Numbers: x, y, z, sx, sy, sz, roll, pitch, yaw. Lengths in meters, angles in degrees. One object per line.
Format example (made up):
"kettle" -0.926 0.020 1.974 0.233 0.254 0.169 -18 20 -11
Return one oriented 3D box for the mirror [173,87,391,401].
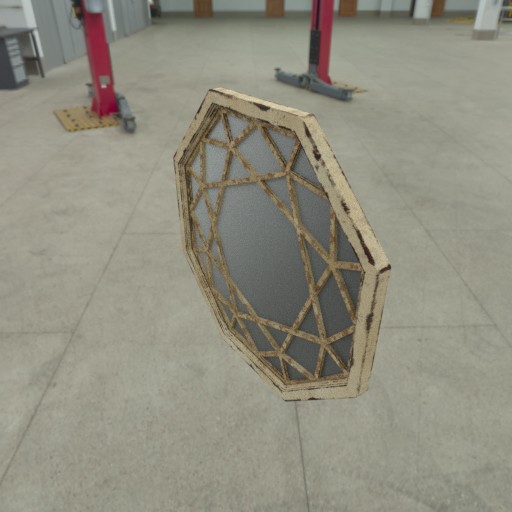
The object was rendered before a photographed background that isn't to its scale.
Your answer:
"mirror" 0.000 0.000 0.955 0.031 0.648 0.648 -21 37 -31
